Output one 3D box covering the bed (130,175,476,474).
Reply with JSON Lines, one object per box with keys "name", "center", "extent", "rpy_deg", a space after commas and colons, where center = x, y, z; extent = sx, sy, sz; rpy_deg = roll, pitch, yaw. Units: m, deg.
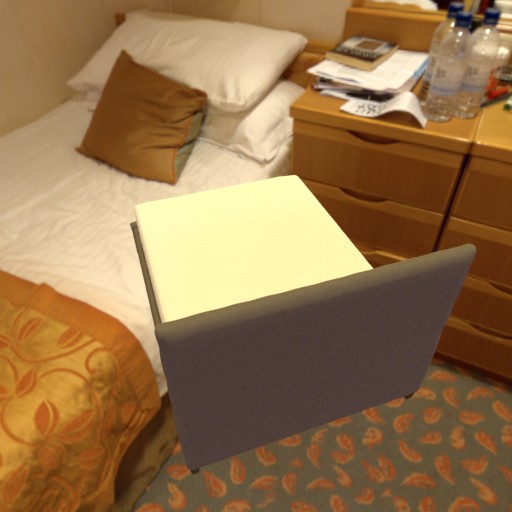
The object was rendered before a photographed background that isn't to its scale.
{"name": "bed", "center": [0.000, 0.000, 3.329], "extent": [1.696, 1.426, 2.233], "rpy_deg": [-13, 43, -15]}
